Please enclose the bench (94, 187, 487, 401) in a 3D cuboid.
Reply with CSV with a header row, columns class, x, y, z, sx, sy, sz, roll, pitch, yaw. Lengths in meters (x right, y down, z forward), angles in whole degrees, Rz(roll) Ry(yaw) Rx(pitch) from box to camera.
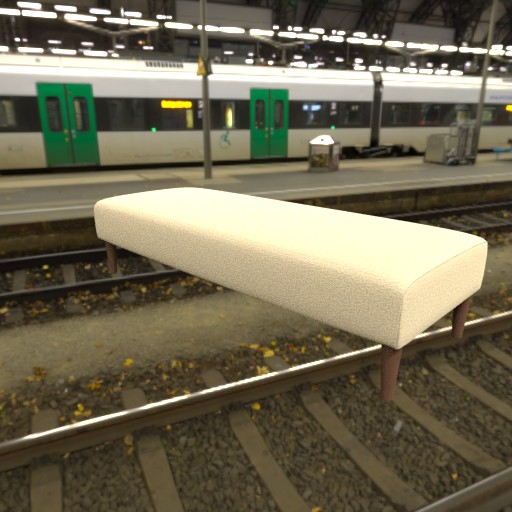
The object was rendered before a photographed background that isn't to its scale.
class,x,y,z,sx,sy,sz,roll,pitch,yaw
bench,0.000,0.000,1.860,1.609,0.393,0.646,16,23,42
